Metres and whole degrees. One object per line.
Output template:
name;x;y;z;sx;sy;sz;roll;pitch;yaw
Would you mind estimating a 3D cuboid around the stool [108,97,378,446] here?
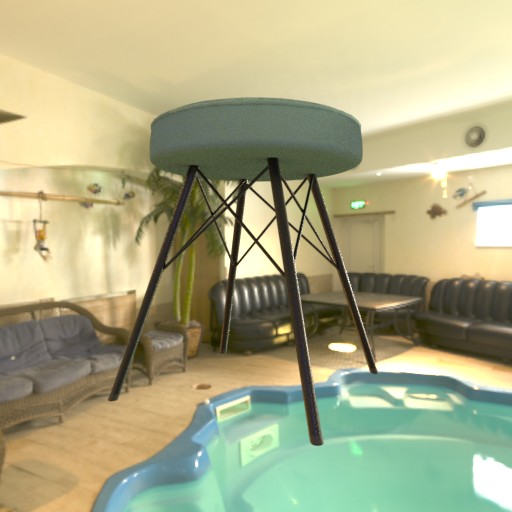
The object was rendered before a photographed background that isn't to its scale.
stool;0.000;0.000;0.880;0.458;0.519;0.457;1;2;35
